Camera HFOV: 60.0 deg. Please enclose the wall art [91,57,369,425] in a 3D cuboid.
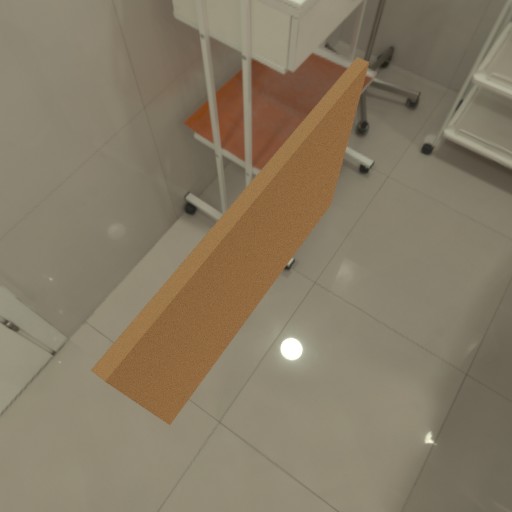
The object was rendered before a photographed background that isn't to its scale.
[{"bbox_3d":[0.000,0.000,1.169,0.033,0.608,0.915,31,67,15],"label":"wall art"}]
